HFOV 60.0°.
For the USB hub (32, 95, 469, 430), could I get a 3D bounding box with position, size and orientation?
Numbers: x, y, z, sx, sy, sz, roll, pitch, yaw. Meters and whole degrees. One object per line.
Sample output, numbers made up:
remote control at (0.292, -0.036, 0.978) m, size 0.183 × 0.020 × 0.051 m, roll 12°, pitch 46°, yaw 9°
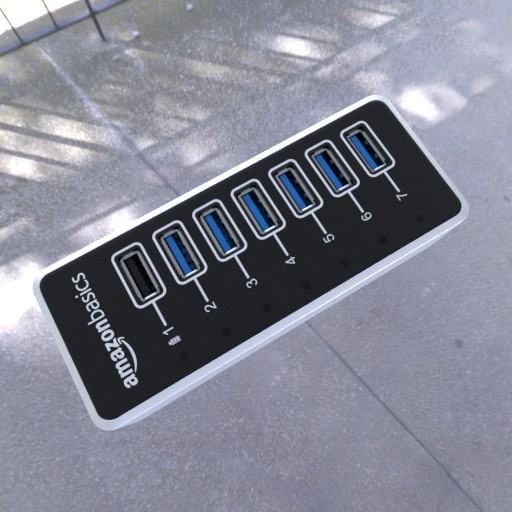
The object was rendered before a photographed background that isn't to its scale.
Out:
USB hub at (0.000, 0.000, 0.125) m, size 0.110 × 0.023 × 0.044 m, roll -30°, pitch 76°, yaw -8°
